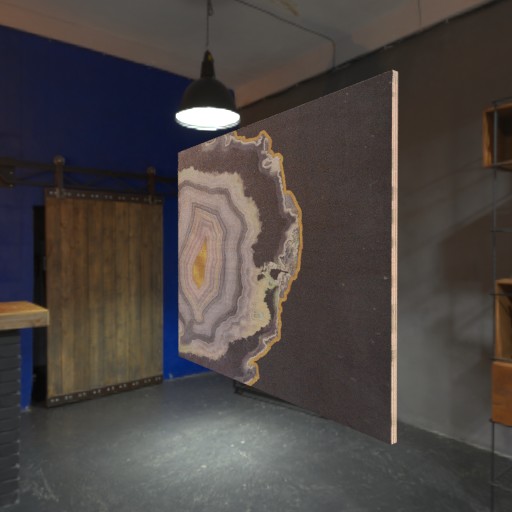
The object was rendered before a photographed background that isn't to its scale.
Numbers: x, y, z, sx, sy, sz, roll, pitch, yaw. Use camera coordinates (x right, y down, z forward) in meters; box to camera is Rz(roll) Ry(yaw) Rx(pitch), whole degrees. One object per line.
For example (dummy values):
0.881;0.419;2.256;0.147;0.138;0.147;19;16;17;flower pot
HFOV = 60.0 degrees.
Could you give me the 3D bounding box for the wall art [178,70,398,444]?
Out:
0.000;0.000;0.689;0.010;0.408;0.508;-1;1;-37;wall art
